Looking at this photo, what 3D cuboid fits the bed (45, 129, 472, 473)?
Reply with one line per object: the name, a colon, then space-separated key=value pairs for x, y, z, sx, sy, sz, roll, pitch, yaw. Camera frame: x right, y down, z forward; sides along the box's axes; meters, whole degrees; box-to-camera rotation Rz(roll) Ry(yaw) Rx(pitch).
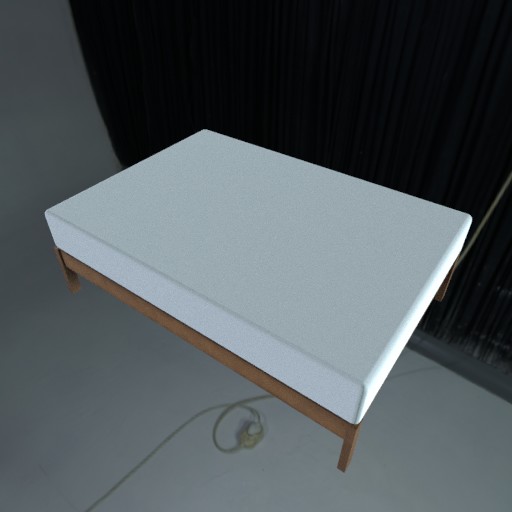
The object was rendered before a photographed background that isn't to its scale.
bed: x=0.000 y=0.000 z=2.590 sx=1.927 sy=0.616 sz=1.348 roll=25 pitch=46 yaw=27
